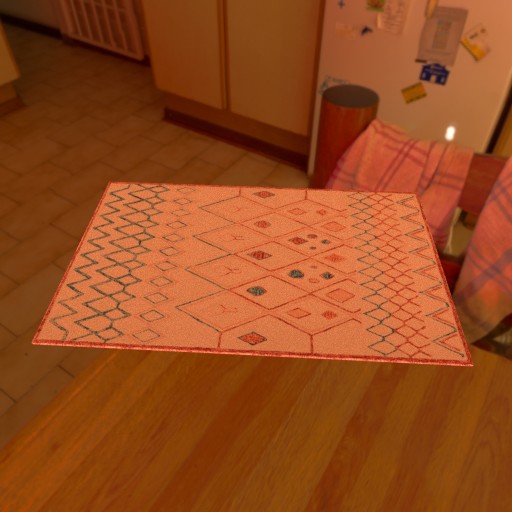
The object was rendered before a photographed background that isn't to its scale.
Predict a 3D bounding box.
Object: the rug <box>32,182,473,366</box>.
[{"bbox_3d":[0.000,0.000,2.972,2.438,0.015,1.524,2,46,2],"label":"rug"}]
